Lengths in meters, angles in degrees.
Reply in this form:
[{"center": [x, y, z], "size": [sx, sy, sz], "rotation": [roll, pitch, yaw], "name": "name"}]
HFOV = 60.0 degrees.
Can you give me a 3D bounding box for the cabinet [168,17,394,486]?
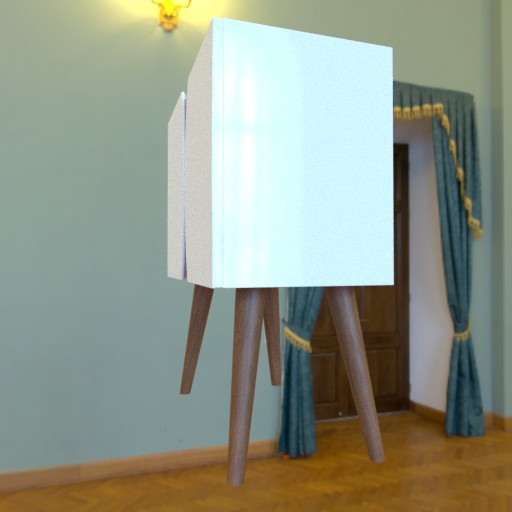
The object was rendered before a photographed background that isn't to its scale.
[{"center": [0.000, 0.000, 1.048], "size": [0.344, 0.772, 0.591], "rotation": [0, -1, -18], "name": "cabinet"}]
